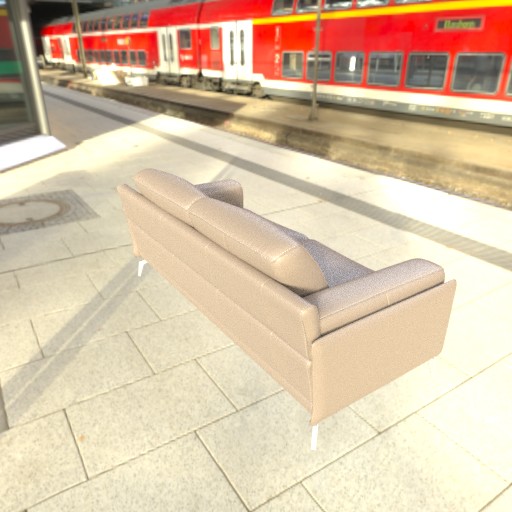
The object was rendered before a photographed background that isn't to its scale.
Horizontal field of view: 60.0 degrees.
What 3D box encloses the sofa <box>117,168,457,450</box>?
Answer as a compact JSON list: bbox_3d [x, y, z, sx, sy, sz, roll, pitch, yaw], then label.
[{"bbox_3d":[0.000,0.000,2.720,1.049,0.930,2.101,-17,30,-31],"label":"sofa"}]
